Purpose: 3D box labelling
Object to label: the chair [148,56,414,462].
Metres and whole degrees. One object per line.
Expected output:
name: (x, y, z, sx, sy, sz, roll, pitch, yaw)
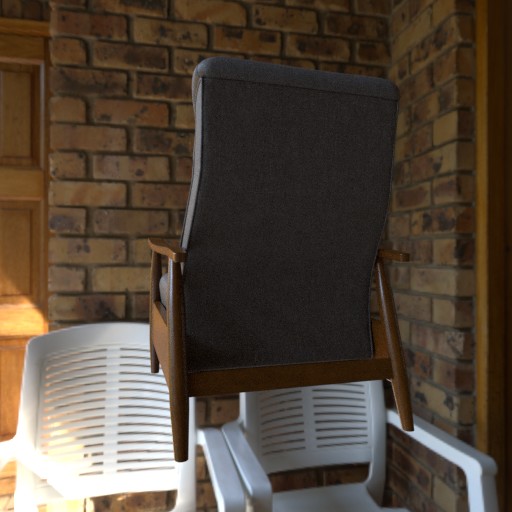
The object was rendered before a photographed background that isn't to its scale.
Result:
chair: (0.000, 0.000, 1.728, 0.762, 1.081, 1.014, 0, 0, -17)
